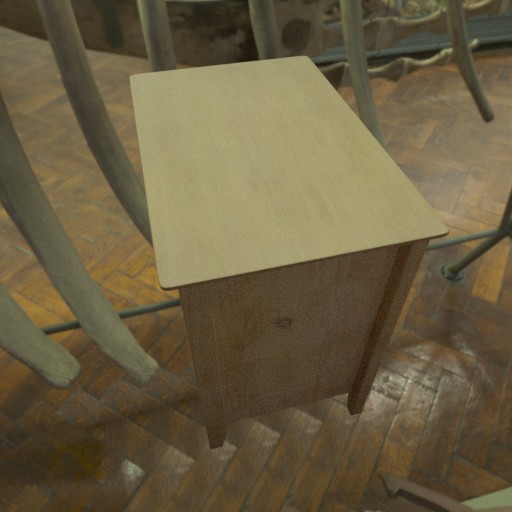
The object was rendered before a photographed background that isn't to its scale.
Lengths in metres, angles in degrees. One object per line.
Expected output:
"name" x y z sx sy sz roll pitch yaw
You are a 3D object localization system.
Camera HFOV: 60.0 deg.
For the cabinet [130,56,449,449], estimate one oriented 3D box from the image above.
"cabinet" 0.000 0.000 1.249 0.503 0.762 0.763 -11 47 -10
